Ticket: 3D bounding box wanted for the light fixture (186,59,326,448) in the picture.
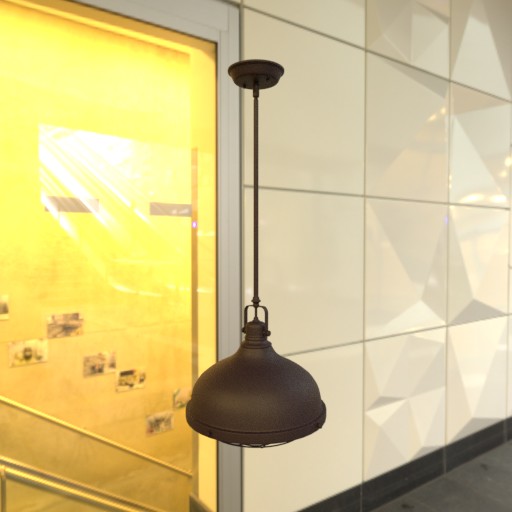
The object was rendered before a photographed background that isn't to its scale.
[{"bbox_3d":[0.000,0.000,1.028,0.341,0.849,0.341,1,2,36],"label":"light fixture"}]
